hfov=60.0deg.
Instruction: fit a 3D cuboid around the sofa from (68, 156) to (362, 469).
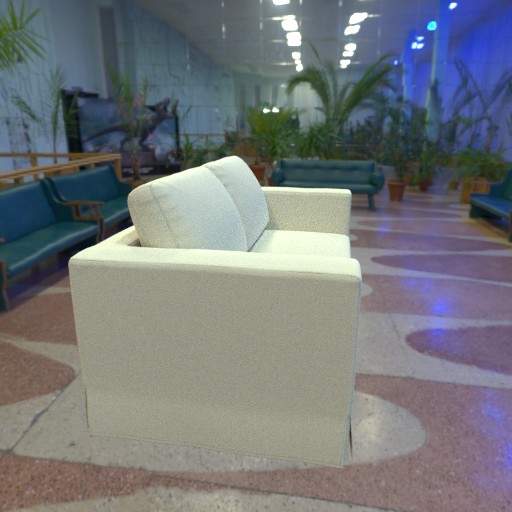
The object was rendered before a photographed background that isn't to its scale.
[{"bbox_3d":[0.000,0.000,2.319,1.009,0.932,1.813,3,17,10],"label":"sofa"}]
